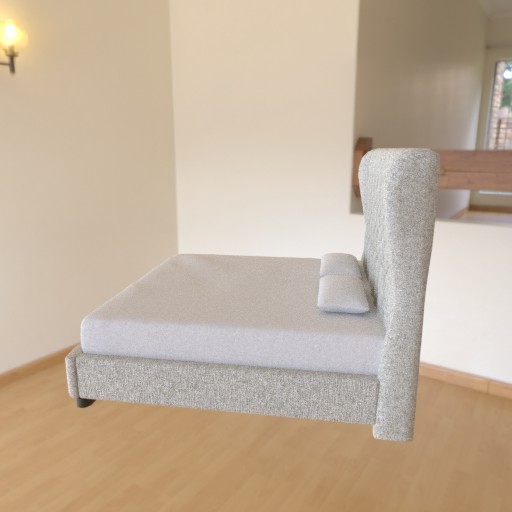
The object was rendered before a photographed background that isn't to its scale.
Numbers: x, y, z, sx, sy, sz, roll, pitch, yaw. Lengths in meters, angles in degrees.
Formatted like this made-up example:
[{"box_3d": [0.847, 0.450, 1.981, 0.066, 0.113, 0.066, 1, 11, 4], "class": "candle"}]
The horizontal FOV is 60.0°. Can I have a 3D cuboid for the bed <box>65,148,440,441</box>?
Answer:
[{"box_3d": [0.000, 0.000, 3.749, 2.347, 1.771, 2.219, 2, 14, 9], "class": "bed"}]
